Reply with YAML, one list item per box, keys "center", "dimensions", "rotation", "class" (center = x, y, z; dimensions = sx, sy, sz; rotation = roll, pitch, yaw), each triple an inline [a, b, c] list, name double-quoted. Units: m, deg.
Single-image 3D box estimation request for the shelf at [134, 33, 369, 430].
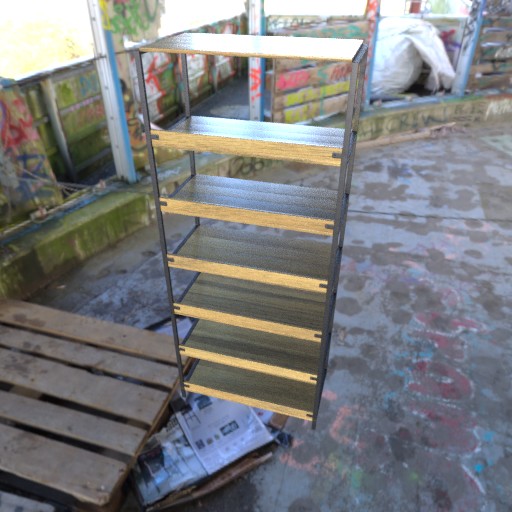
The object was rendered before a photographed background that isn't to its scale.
- center: [0.000, 0.000, 2.310]
  dimensions: [0.847, 2.015, 0.431]
  rotation: [9, 35, 14]
  class: "shelf"
